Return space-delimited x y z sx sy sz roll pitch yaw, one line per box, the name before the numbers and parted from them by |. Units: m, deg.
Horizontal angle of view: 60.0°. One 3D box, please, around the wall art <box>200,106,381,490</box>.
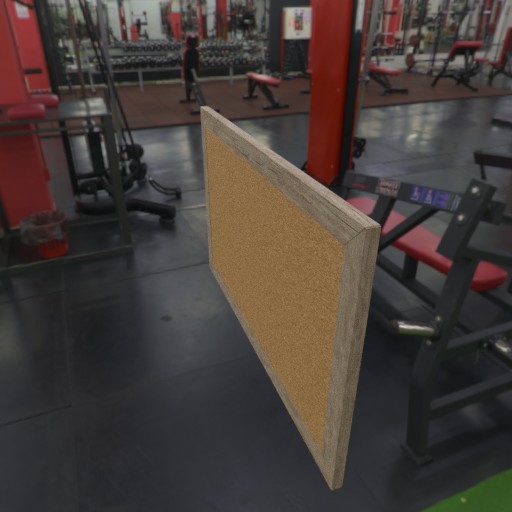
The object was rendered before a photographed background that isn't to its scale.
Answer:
wall art | 0.000 0.000 0.941 0.021 0.480 0.780 -10 30 -18
